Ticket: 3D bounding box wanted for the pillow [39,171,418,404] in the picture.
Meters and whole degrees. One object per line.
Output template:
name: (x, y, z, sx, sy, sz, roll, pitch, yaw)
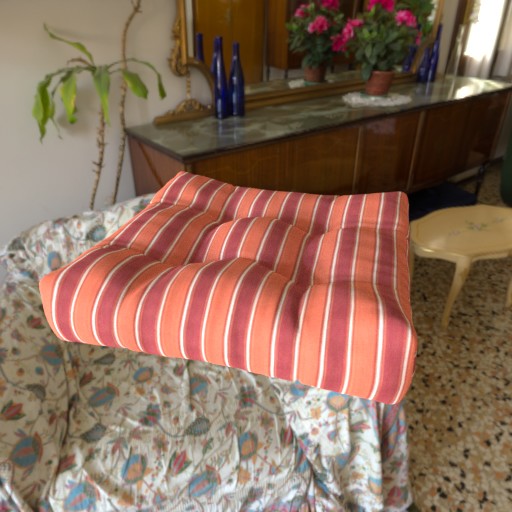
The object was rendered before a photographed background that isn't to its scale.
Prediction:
pillow: (0.000, 0.000, 0.730, 0.490, 0.133, 0.468, 8, 31, 14)
